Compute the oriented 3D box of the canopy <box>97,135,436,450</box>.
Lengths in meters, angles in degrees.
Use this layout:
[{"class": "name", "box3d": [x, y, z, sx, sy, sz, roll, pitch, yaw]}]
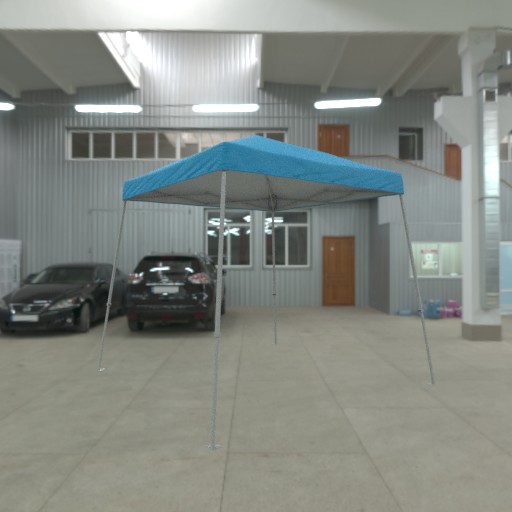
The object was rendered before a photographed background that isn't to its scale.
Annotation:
[{"class": "canopy", "box3d": [0.000, 0.000, 6.602, 3.599, 3.600, 3.600, 0, 0, -36]}]
